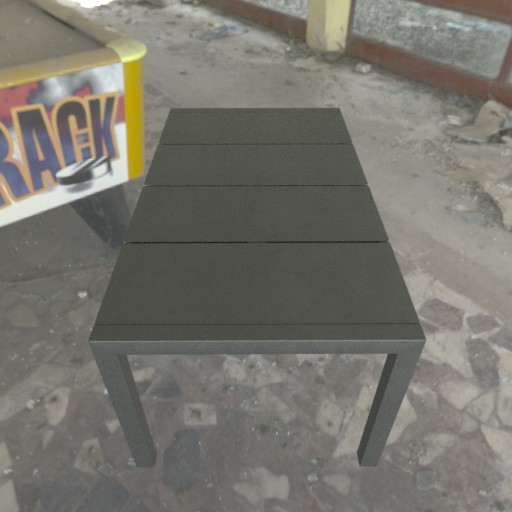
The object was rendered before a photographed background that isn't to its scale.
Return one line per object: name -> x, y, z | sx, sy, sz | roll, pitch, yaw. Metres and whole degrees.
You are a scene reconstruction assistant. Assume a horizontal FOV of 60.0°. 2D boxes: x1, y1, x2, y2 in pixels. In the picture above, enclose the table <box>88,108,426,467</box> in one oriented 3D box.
table -> 0.000, 0.000, 1.242 | 0.559, 0.460, 0.965 | 0, 41, 0
